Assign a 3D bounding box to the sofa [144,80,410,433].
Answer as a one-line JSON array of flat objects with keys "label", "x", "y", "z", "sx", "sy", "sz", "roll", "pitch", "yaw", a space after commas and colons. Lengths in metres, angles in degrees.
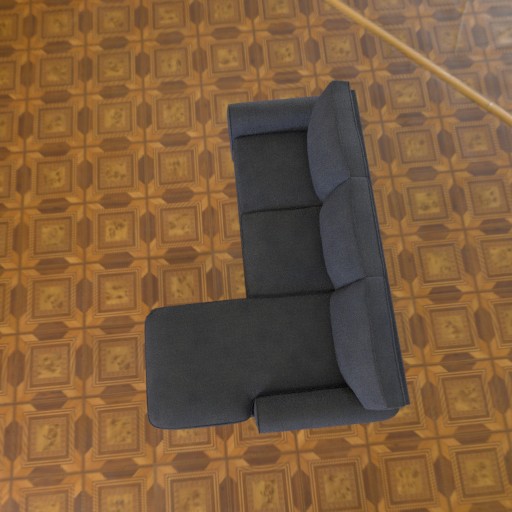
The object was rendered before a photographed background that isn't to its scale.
[{"label": "sofa", "x": 0.000, "y": 0.000, "z": 3.450, "sx": 1.780, "sy": 1.063, "sz": 2.567, "roll": -5, "pitch": 76, "yaw": -1}]
